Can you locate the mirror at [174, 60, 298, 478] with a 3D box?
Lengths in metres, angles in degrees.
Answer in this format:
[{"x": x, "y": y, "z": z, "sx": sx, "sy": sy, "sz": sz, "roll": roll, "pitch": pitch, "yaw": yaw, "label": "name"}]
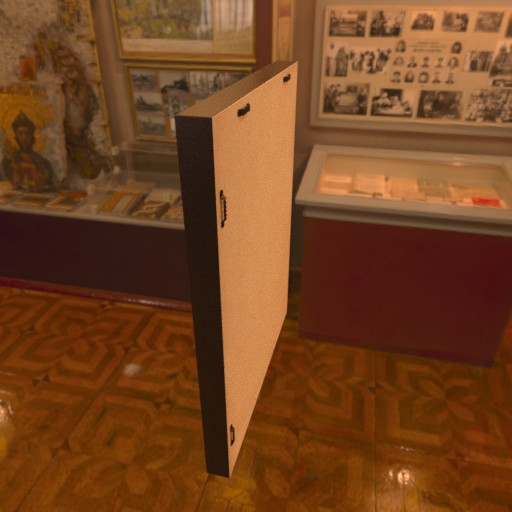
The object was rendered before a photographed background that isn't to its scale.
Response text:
[{"x": 0.000, "y": 0.000, "z": 0.682, "sx": 0.041, "sy": 0.509, "sz": 0.406, "roll": 8, "pitch": 31, "yaw": 13, "label": "mirror"}]
